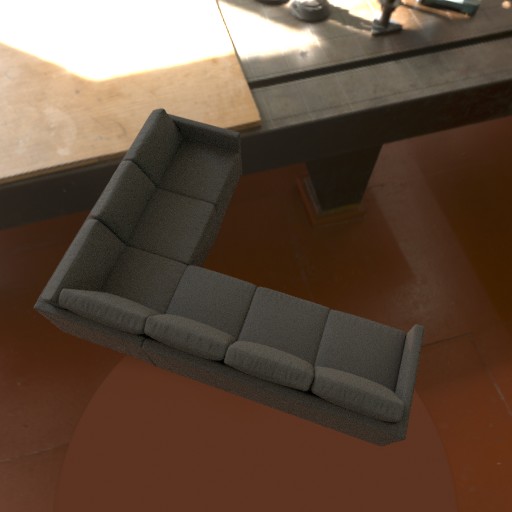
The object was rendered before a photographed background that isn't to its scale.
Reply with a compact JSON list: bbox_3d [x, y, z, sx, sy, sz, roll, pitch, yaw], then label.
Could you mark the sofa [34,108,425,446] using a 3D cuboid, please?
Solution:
[{"bbox_3d":[0.000,0.000,4.247,3.182,0.871,2.432,17,64,9],"label":"sofa"}]
